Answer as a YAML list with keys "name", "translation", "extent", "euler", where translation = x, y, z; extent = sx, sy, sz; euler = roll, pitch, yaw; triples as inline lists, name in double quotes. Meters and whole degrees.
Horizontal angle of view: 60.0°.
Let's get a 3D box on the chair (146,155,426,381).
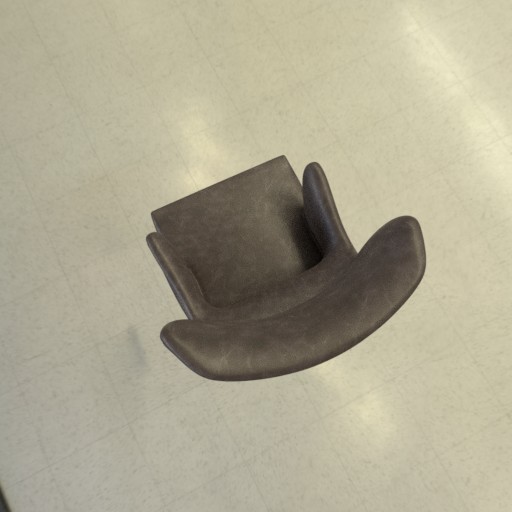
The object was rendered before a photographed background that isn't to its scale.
- name: "chair"
  translation: [0.000, 0.000, 1.424]
  extent: [0.594, 1.037, 0.717]
  euler: [-25, 78, -6]
